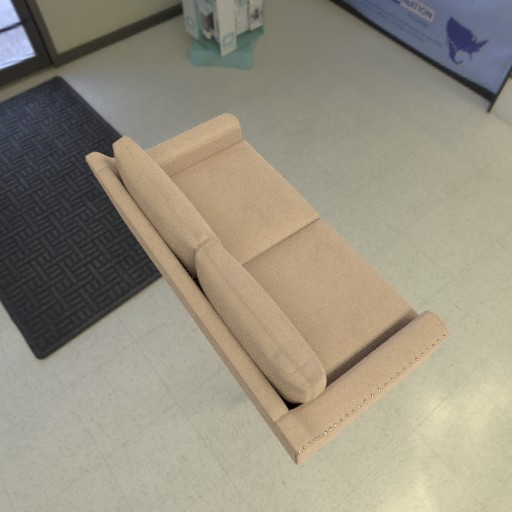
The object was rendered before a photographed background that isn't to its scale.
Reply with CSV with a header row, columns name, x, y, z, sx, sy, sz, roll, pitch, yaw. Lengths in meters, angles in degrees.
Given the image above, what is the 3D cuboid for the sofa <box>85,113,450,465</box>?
name,x,y,z,sx,sy,sz,roll,pitch,yaw
sofa,0.000,0.000,2.542,1.030,0.901,1.967,-32,63,-18
